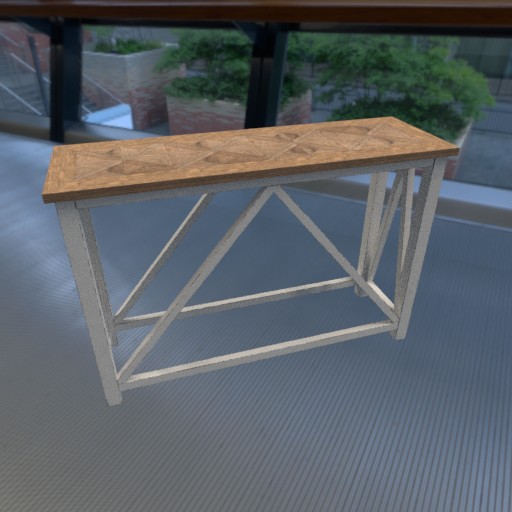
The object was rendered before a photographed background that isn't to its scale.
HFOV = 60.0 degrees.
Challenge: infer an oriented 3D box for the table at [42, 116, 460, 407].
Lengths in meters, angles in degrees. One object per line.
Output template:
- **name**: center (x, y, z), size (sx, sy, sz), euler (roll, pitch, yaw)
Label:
- **table**: center (0.000, 0.000, 1.848), size (1.400, 0.930, 0.450), euler (-9, 33, -15)
